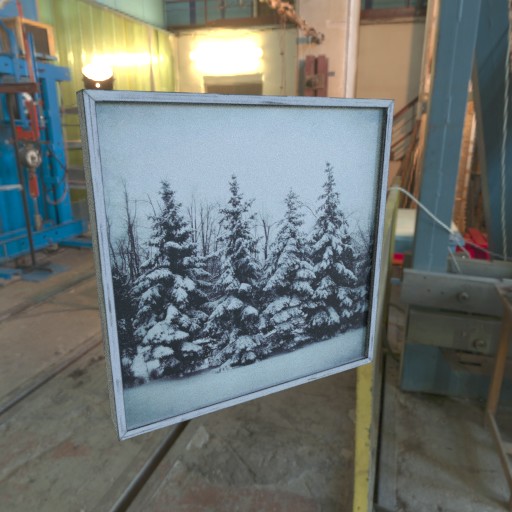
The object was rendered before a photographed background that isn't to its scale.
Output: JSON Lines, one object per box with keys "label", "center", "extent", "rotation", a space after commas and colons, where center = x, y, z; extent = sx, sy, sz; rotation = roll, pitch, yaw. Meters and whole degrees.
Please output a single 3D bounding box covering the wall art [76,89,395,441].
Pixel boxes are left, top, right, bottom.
{"label": "wall art", "center": [0.000, 0.000, 0.447], "extent": [0.303, 0.303, 0.036], "rotation": [-9, 19, -27]}
